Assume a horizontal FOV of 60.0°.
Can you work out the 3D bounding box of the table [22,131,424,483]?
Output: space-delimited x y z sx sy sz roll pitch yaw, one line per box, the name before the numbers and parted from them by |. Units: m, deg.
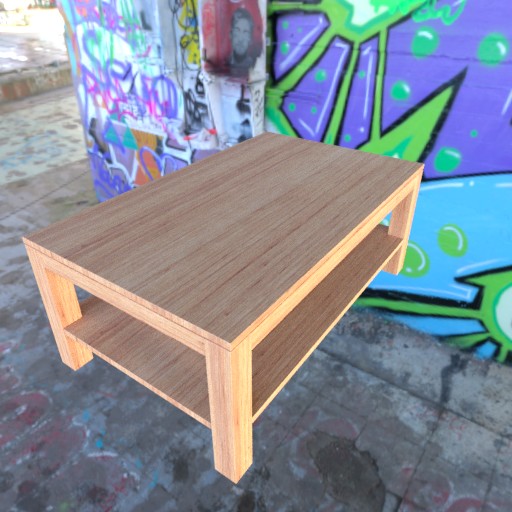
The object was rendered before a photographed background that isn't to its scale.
table | 0.000 0.000 1.510 0.695 0.457 1.146 21 38 29
